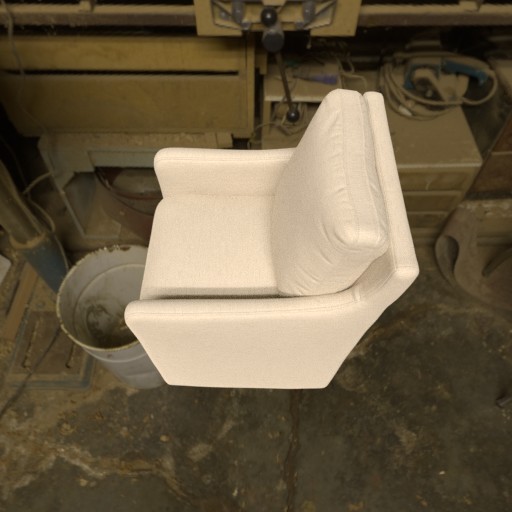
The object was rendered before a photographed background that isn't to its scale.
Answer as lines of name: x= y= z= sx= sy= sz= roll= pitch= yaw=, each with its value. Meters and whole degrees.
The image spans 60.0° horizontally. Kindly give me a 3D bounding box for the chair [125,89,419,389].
chair: x=0.000 y=0.000 z=1.406 sx=0.694 sy=0.914 sz=0.626 roll=1 pitch=58 yaw=1
